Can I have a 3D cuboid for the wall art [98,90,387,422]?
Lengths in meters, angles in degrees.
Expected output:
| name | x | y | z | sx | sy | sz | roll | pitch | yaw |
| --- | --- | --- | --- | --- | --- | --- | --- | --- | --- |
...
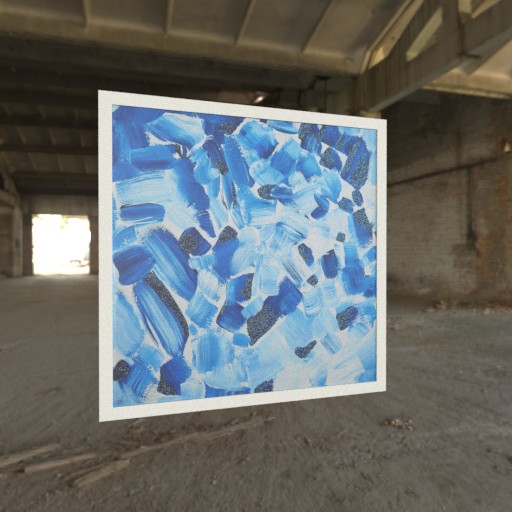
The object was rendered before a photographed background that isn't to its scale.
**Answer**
| name | x | y | z | sx | sy | sz | roll | pitch | yaw |
| --- | --- | --- | --- | --- | --- | --- | --- | --- | --- |
| wall art | 0.000 | 0.000 | 0.988 | 0.660 | 0.660 | 0.015 | 0 | 0 | -17 |
